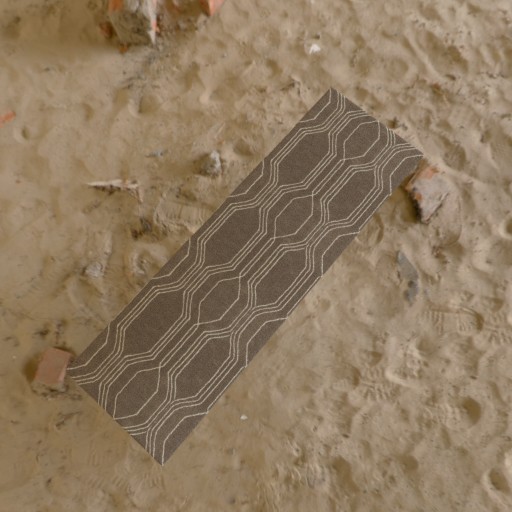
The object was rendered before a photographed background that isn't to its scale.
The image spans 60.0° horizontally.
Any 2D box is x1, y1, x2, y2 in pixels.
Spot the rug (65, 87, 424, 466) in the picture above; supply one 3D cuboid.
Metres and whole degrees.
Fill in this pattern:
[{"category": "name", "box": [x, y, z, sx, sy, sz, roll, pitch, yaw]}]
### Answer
[{"category": "rug", "box": [0.000, 0.000, 2.712, 0.773, 0.012, 2.464, 40, 79, 9]}]
